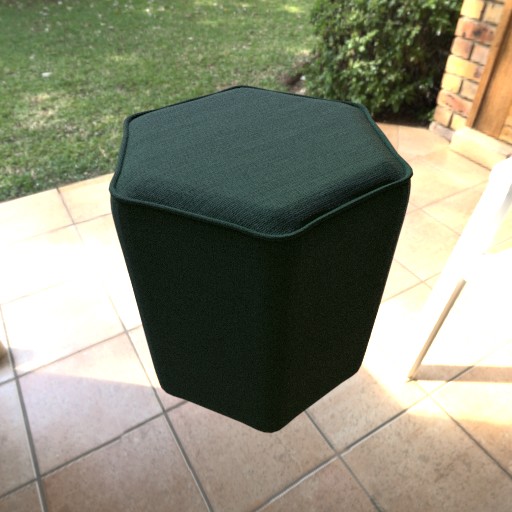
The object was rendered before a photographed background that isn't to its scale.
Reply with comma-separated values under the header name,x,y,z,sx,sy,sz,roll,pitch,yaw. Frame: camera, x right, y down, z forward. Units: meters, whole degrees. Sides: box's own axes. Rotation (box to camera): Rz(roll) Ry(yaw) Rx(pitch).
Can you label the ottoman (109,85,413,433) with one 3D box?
name,x,y,z,sx,sy,sz,roll,pitch,yaw
ottoman,0.000,0.000,0.867,0.499,0.507,0.444,-27,48,-27
